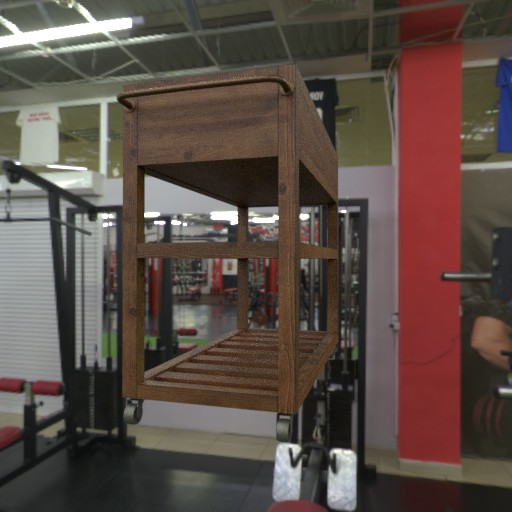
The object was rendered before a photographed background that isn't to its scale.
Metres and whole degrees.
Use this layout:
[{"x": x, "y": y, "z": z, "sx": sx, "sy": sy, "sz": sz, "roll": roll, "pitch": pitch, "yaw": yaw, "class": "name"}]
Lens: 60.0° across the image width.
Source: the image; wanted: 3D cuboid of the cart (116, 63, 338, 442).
[{"x": 0.000, "y": 0.000, "z": 1.461, "sx": 0.445, "sy": 0.830, "sz": 1.065, "roll": 0, "pitch": 0, "yaw": 16, "class": "cart"}]
